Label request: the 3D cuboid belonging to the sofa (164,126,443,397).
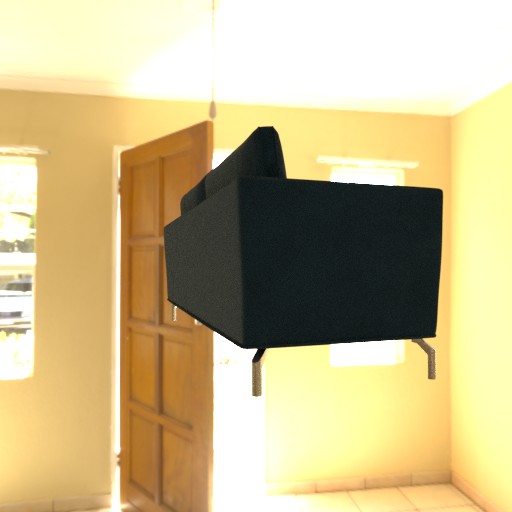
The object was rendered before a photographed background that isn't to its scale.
[{"bbox_3d":[0.000,0.000,2.645,0.853,0.998,2.212,0,-1,-18],"label":"sofa"}]
